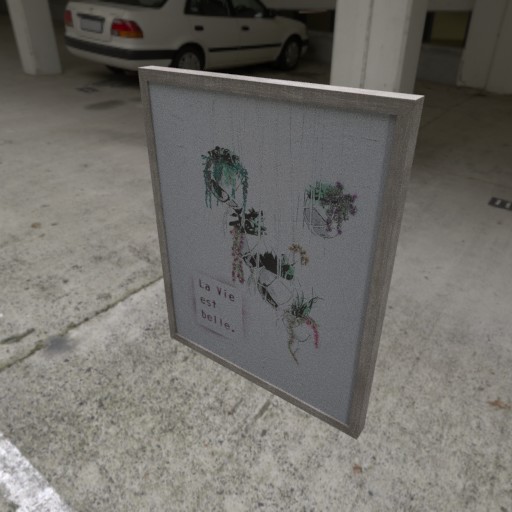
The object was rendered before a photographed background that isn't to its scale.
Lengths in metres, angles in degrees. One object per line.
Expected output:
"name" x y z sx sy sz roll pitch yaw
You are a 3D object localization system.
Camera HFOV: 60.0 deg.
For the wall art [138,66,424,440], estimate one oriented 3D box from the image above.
"wall art" 0.000 0.000 0.697 0.421 0.521 0.032 20 35 31
